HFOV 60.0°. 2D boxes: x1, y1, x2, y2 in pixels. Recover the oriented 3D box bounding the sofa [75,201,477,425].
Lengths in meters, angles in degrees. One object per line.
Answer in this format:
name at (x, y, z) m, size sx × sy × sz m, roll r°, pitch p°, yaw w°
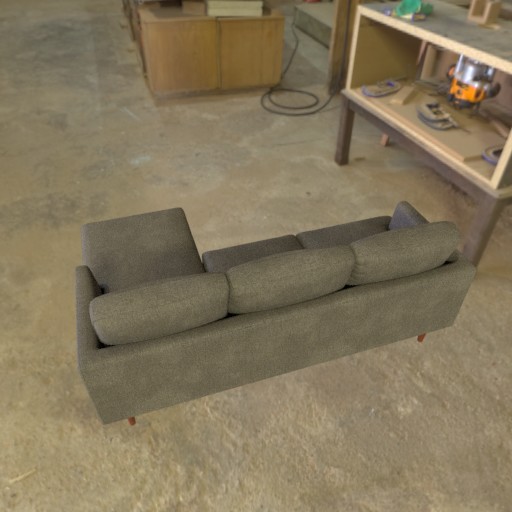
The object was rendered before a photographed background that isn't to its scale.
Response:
sofa at (0.000, 0.000, 2.974) m, size 2.233 × 0.956 × 1.504 m, roll -12°, pitch 43°, yaw -14°
